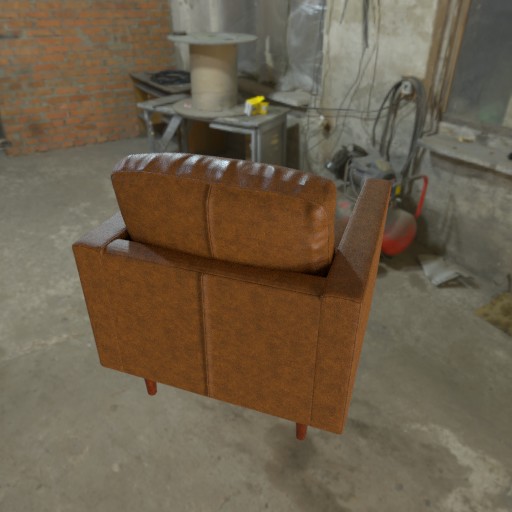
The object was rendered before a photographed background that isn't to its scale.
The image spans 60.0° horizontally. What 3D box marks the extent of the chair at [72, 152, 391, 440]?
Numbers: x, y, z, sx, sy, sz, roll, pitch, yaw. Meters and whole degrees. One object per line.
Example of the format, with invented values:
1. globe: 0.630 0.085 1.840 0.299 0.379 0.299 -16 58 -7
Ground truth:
1. chair: 0.000 0.000 1.705 0.890 0.956 0.909 10 32 17
